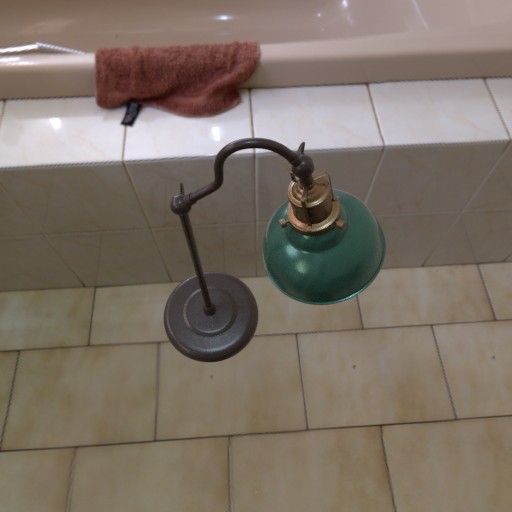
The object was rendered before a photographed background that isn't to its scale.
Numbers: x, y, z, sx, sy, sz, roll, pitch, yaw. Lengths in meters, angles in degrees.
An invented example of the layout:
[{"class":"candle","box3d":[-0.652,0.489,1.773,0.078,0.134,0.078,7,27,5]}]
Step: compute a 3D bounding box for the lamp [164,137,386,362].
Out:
[{"class":"lamp","box3d":[0.000,0.000,0.679,0.374,0.508,0.192,-1,62,-1]}]
